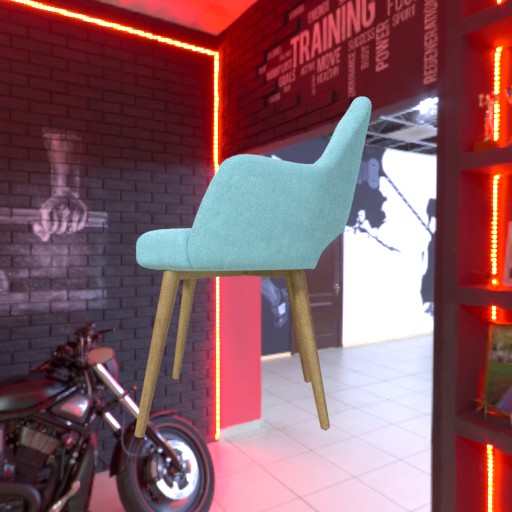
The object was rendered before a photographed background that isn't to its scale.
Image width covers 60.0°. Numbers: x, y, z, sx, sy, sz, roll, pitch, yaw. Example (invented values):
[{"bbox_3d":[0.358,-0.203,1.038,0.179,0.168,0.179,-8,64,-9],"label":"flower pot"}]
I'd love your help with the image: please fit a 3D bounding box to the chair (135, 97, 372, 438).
[{"bbox_3d":[0.000,0.000,1.254,0.610,0.840,0.590,0,1,0],"label":"chair"}]
